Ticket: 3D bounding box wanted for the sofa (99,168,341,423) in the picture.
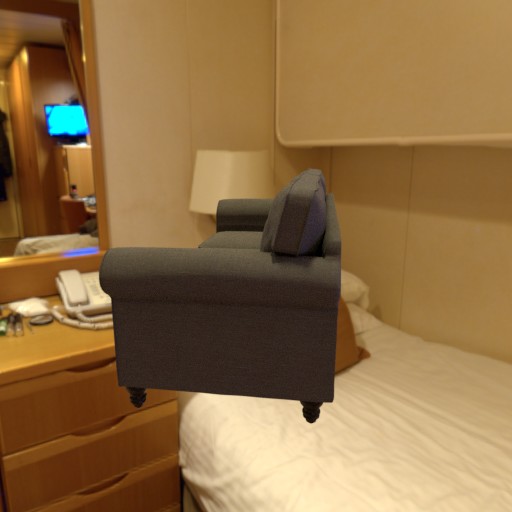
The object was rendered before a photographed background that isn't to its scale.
[{"bbox_3d":[0.000,0.000,2.613,0.909,0.966,2.084,2,13,9],"label":"sofa"}]
